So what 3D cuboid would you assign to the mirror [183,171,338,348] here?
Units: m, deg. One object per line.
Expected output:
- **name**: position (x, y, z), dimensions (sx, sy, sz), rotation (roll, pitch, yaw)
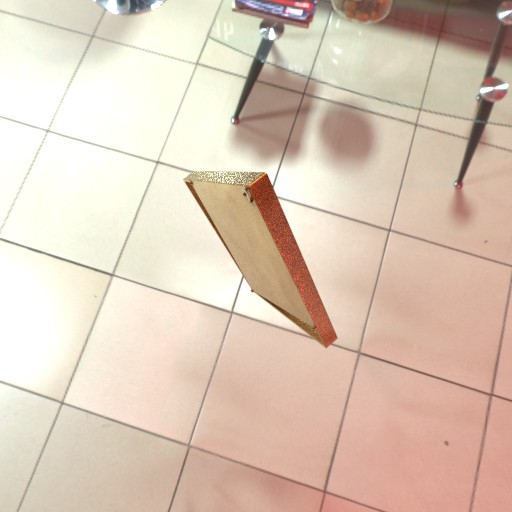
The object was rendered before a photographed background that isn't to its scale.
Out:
- **mirror**: position (0.000, 0.000, 0.826), dimensions (0.032, 0.679, 0.419), rotation (-39, 79, -9)
